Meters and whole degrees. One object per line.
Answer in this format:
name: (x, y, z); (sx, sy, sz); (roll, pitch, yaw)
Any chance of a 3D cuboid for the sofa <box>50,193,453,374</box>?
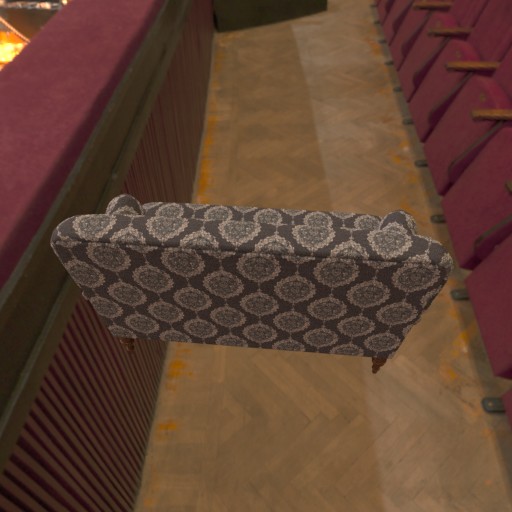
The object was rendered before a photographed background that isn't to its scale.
sofa: (0.000, 0.000, 1.824); (1.297, 0.867, 0.779); (4, 46, 4)
